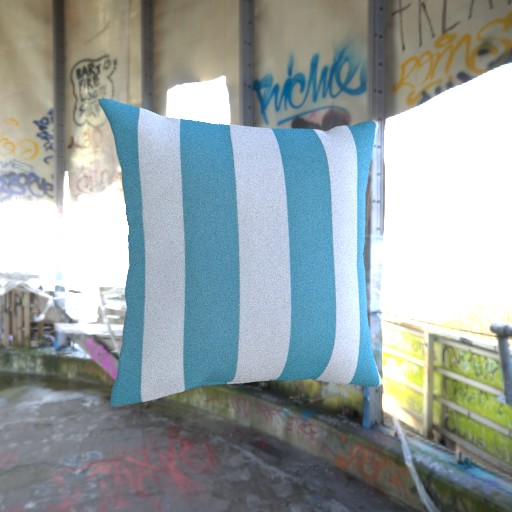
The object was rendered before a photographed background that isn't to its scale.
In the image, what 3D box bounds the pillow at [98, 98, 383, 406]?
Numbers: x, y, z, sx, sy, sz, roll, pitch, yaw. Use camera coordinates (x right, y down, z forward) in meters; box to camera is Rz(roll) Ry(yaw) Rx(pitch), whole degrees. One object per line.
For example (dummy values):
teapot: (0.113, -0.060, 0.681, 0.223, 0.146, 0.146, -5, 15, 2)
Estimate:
pillow: (0.000, 0.000, 0.805, 0.536, 0.526, 0.189, -1, 2, -17)
